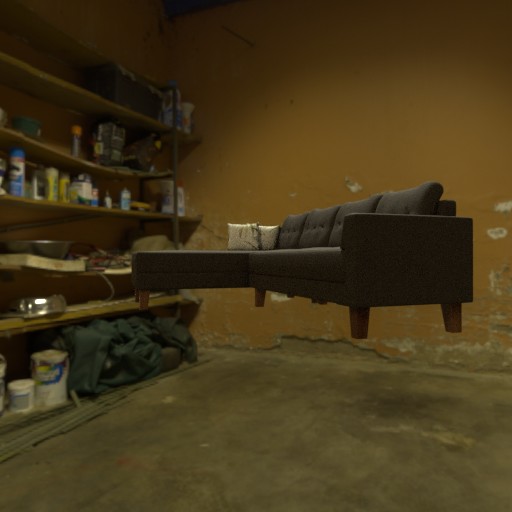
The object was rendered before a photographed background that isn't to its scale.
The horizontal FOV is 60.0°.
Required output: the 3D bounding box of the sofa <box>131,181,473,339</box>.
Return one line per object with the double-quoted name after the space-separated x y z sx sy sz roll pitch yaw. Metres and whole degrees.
0.000 0.000 3.599 1.829 0.932 2.679 0 0 -18 "sofa"
